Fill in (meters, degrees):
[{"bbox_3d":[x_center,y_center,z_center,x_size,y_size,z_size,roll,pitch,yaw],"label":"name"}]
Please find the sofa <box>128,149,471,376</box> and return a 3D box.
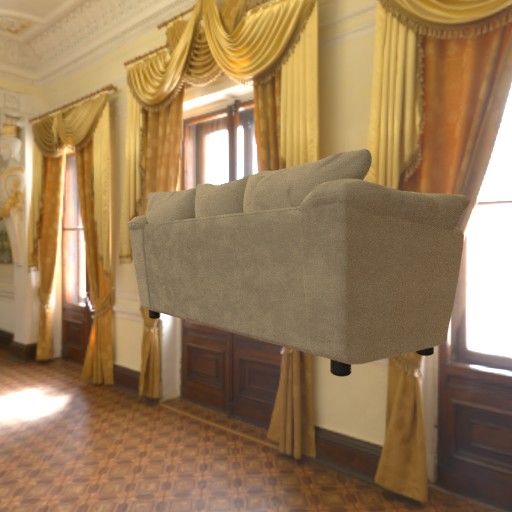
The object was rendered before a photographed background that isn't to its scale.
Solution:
[{"bbox_3d":[0.000,0.000,2.818,0.893,0.981,2.377,-1,1,-36],"label":"sofa"}]
